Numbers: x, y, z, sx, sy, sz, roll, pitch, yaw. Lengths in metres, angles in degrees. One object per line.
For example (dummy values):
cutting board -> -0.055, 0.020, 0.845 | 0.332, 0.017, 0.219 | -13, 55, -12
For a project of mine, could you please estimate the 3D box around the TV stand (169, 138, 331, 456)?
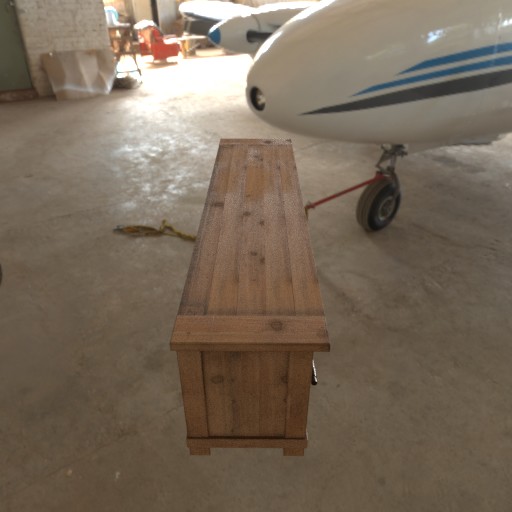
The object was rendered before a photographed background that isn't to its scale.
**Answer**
TV stand -> 0.000, 0.000, 2.104 | 0.453, 0.573, 1.804 | 0, 32, 0
